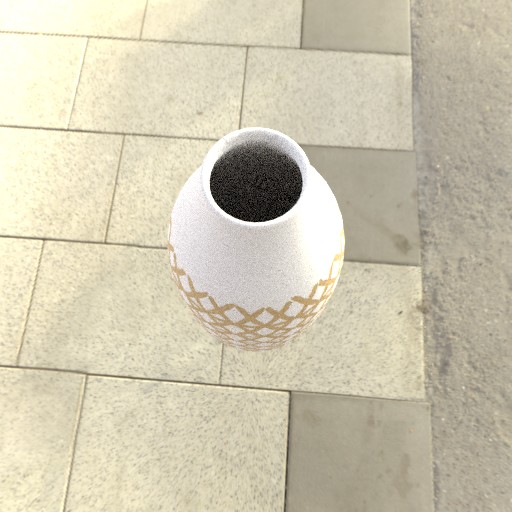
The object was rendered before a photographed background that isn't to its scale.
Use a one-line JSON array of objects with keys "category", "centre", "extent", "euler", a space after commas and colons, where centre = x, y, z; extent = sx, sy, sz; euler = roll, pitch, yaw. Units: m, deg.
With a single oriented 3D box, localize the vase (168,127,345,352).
[{"category": "vase", "centre": [0.000, 0.000, 0.480], "extent": [0.186, 0.380, 0.186], "euler": [0, 73, 0]}]
